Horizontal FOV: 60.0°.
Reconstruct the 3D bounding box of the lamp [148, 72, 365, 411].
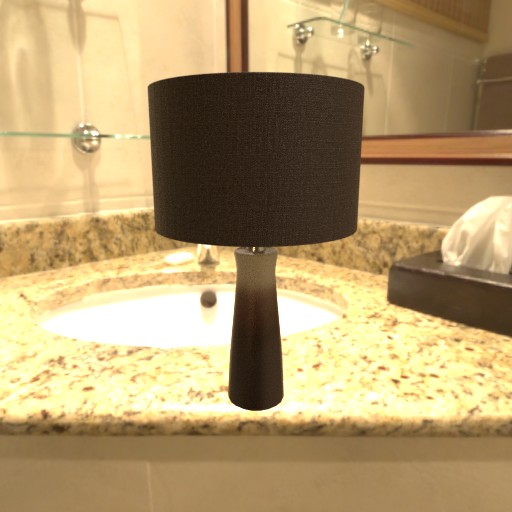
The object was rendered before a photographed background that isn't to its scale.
[{"bbox_3d":[0.000,0.000,0.691,0.303,0.488,0.303,0,13,0],"label":"lamp"}]
